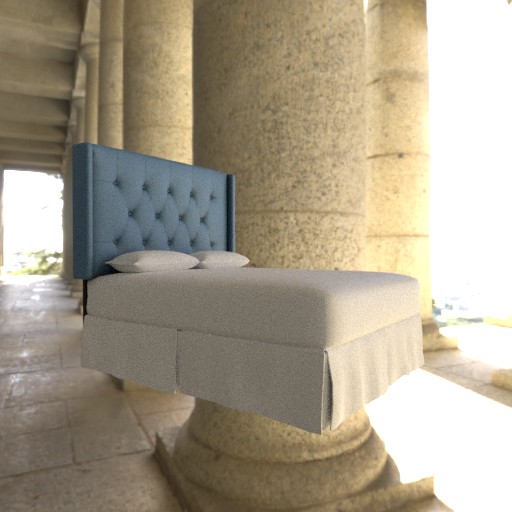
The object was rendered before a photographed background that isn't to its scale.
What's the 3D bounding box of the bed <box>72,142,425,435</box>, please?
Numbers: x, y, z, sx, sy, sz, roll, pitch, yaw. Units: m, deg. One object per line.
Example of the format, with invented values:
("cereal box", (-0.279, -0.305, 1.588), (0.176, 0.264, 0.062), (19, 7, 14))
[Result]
("bed", (0.000, 0.000, 3.334), (2.078, 1.665, 1.719), (1, 1, 36))
